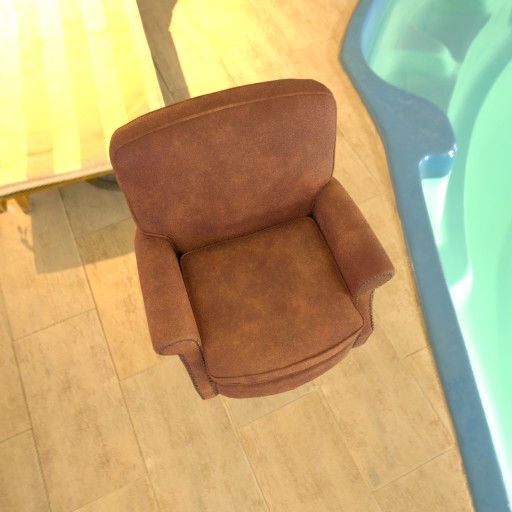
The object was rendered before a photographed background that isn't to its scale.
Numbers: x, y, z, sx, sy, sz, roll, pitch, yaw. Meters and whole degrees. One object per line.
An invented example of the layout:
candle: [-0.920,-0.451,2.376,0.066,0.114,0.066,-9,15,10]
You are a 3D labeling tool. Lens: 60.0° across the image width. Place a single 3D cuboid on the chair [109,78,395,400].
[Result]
chair: [0.000,0.000,1.783,0.936,1.018,0.986,-17,65,-8]
